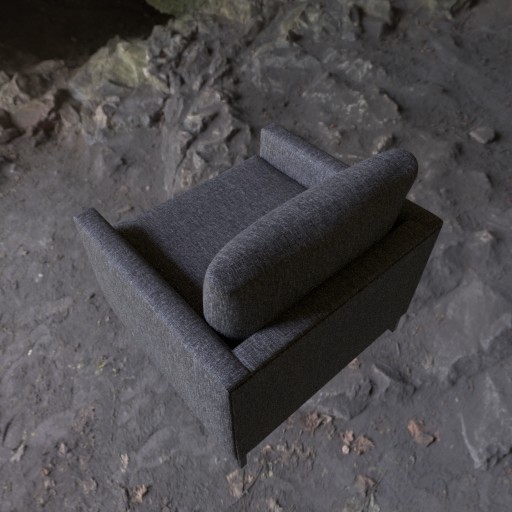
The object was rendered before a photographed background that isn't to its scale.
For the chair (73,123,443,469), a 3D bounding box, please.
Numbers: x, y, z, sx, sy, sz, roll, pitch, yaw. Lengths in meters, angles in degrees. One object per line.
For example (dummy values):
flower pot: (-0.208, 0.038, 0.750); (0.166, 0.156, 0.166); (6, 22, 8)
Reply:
chair: (0.000, 0.000, 1.626); (0.963, 0.861, 0.866); (-32, 54, -27)
